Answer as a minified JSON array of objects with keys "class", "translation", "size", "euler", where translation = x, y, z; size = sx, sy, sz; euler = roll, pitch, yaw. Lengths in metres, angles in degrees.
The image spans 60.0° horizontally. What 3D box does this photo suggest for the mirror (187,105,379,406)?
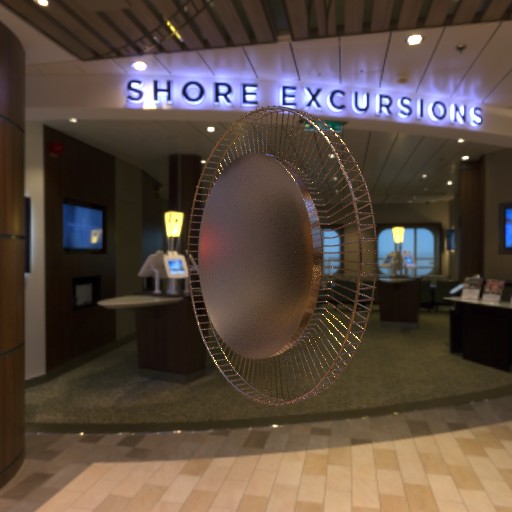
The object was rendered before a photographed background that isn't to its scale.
[{"class":"mirror","translation":[0.000,0.000,1.083],"size":[0.067,0.703,0.703],"euler":[0,1,-35]}]
